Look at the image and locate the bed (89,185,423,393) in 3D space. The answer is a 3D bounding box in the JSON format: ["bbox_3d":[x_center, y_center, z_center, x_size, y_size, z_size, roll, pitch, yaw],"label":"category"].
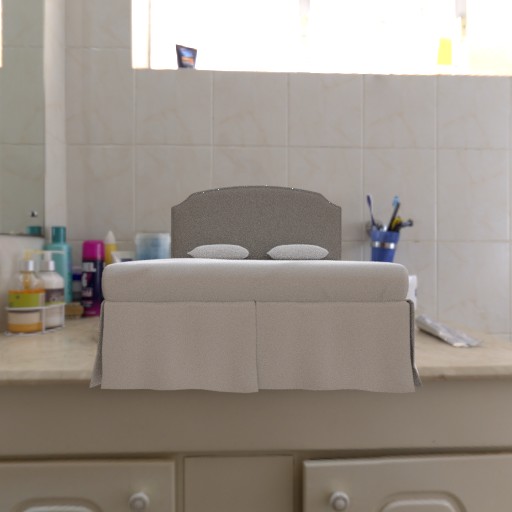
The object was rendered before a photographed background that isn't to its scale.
[{"bbox_3d":[0.000,0.000,3.011,1.558,1.270,1.999,0,0,0],"label":"bed"}]
